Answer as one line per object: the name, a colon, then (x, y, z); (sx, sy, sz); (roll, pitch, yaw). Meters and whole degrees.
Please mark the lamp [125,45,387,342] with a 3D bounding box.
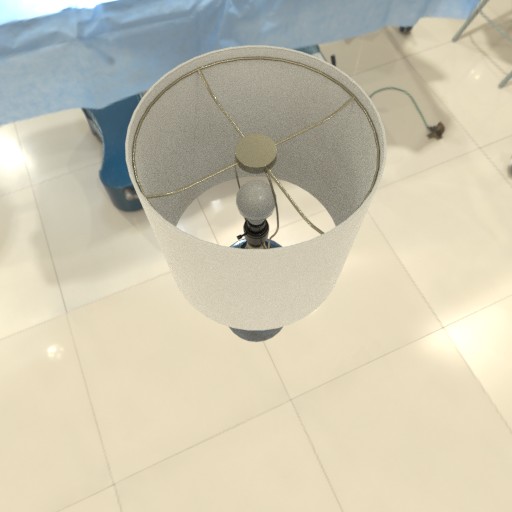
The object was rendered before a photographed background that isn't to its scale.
lamp: (0.000, 0.000, 0.590); (0.220, 0.475, 0.220); (-16, 65, -7)
